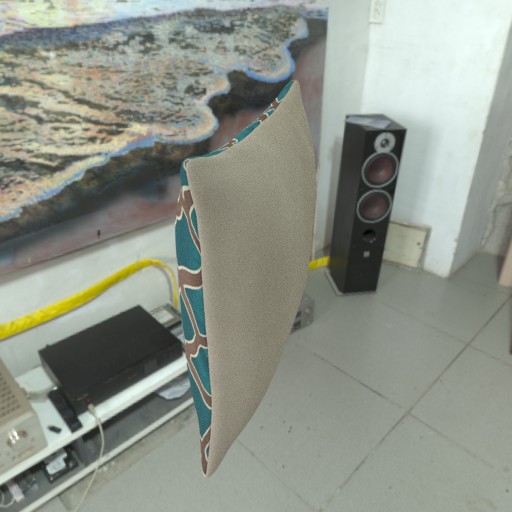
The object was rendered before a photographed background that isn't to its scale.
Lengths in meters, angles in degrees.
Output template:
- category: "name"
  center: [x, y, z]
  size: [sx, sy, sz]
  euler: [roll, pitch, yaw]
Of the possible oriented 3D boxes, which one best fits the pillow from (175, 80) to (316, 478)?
- category: "pillow"
  center: [0.000, 0.000, 0.774]
  size: [0.166, 0.507, 0.526]
  euler: [8, 31, 14]
